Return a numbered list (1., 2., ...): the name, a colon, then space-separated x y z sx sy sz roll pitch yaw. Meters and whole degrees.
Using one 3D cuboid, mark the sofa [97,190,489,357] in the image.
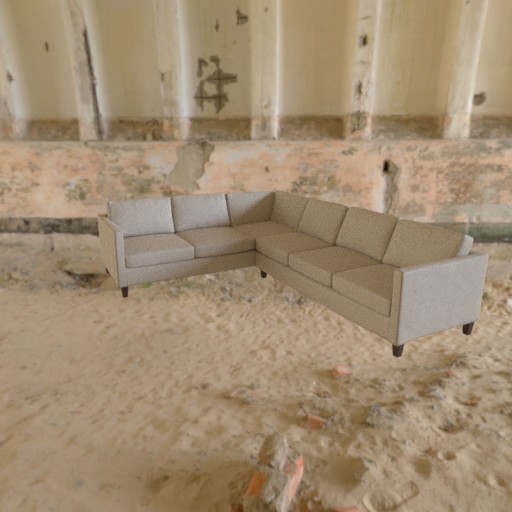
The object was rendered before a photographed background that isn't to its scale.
1. sofa: 0.000 0.000 4.299 2.432 0.863 3.182 -8 18 -27
